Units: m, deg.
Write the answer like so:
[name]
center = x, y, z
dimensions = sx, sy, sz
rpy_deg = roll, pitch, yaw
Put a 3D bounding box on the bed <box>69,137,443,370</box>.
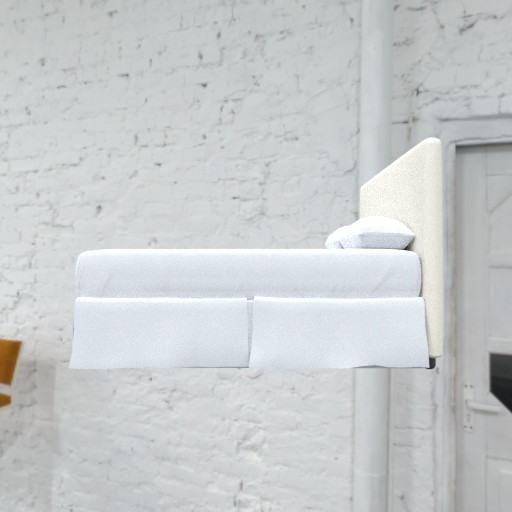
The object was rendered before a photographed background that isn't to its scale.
[bed]
center = 0.000, 0.000, 3.300
dimensions = 2.142, 1.330, 1.713
rpy_deg = 0, -1, 1
